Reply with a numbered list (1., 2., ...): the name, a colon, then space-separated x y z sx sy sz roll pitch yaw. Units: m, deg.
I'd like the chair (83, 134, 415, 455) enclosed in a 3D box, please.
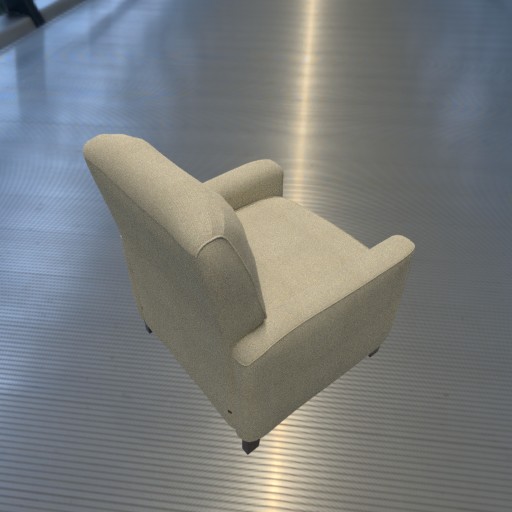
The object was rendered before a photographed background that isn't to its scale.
1. chair: 0.000 0.000 1.633 0.853 1.006 0.850 -28 48 -29
